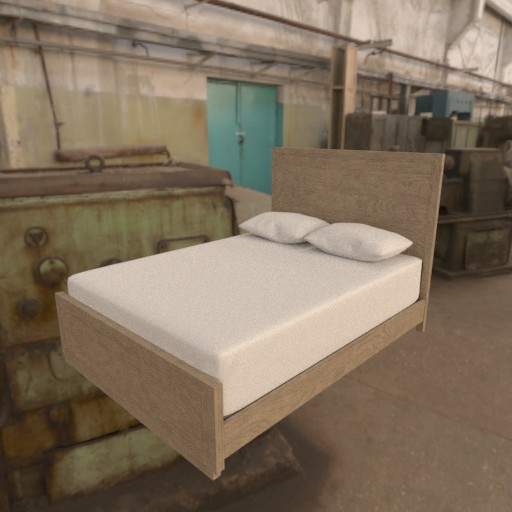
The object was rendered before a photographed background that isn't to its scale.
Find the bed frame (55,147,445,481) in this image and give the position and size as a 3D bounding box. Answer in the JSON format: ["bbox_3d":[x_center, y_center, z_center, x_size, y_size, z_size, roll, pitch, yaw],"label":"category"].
[{"bbox_3d":[0.000,0.000,3.104,1.606,1.369,2.189,15,22,42],"label":"bed frame"}]
